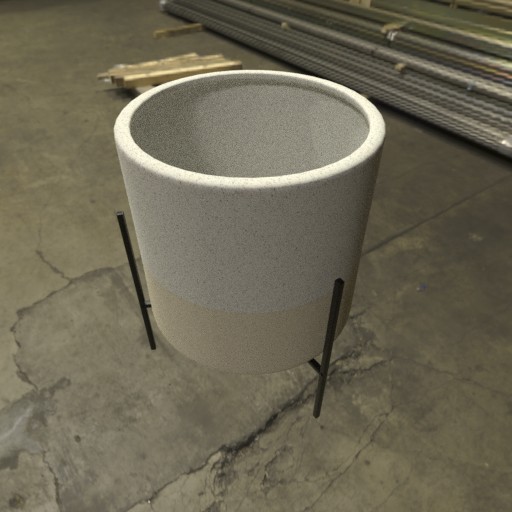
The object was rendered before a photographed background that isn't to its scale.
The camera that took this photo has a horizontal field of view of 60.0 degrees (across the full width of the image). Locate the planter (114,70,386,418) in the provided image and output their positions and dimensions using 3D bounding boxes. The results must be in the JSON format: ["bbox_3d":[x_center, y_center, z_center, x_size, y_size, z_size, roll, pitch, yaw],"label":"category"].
[{"bbox_3d":[0.000,0.000,0.647,0.313,0.423,0.335,-25,47,-26],"label":"planter"}]
